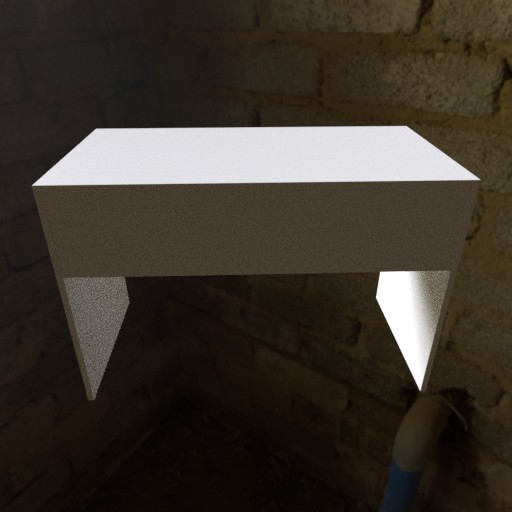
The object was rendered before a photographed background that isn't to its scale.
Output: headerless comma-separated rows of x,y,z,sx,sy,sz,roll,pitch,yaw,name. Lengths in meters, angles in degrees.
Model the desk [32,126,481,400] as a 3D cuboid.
0.000,0.000,1.507,1.100,0.730,0.560,-1,30,-2,desk
